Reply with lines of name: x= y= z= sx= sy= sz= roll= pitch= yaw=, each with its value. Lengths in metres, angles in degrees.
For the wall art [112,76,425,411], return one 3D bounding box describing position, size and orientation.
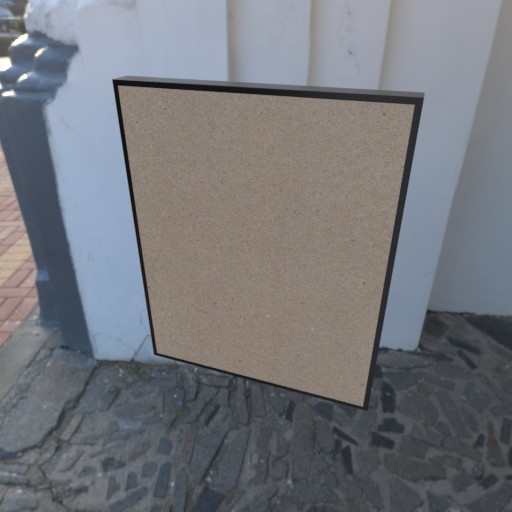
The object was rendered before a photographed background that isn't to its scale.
wall art: x=0.000 y=0.000 z=0.757 sx=0.448 sy=0.551 sz=0.038 roll=10 pitch=31 yaw=17
